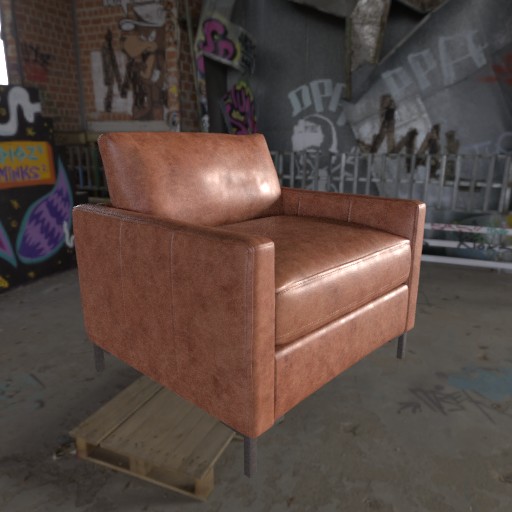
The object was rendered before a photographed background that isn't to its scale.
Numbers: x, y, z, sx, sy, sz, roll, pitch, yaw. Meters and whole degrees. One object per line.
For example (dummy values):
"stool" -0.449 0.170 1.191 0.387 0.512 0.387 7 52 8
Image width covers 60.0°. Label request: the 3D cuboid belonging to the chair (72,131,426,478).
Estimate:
"chair" 0.000 0.000 1.598 0.862 0.869 0.967 13 20 41
